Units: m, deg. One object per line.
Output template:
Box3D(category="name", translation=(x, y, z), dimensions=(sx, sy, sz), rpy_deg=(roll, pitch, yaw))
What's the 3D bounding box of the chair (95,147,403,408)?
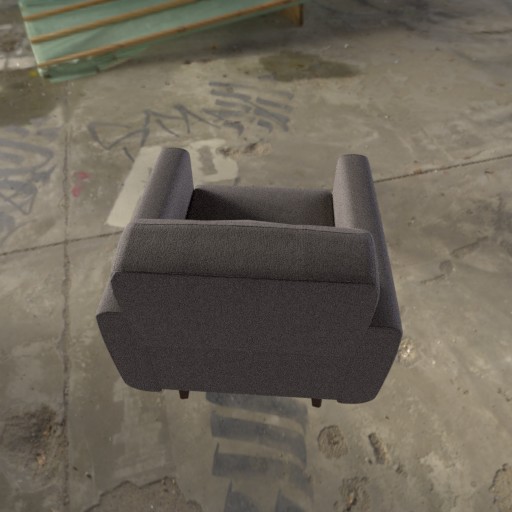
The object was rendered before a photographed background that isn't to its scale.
Box3D(category="chair", translation=(0.000, 0.000, 1.514), dimensions=(0.831, 0.839, 0.907), rpy_deg=(3, 46, 3))
